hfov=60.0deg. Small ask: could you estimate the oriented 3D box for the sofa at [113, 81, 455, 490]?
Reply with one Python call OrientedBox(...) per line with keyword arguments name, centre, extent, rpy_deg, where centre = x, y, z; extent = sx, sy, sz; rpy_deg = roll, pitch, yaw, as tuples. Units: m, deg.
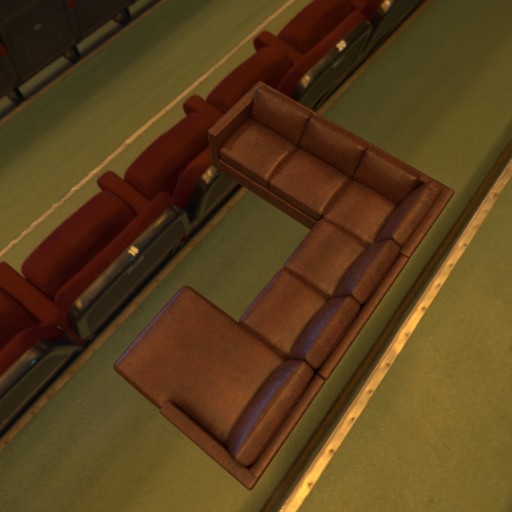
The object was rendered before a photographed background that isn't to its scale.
OrientedBox(name="sofa", centre=(0.000, 0.000, 4.408), extent=(2.452, 0.891, 3.324), rpy_deg=(35, 70, 15))
